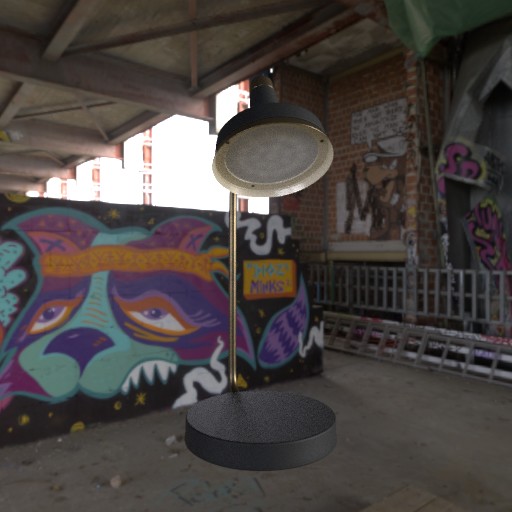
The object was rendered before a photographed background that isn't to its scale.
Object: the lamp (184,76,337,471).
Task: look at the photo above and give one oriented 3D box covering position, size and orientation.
[{"bbox_3d":[0.000,0.000,0.491,0.162,0.385,0.218,0,0,-18],"label":"lamp"}]
